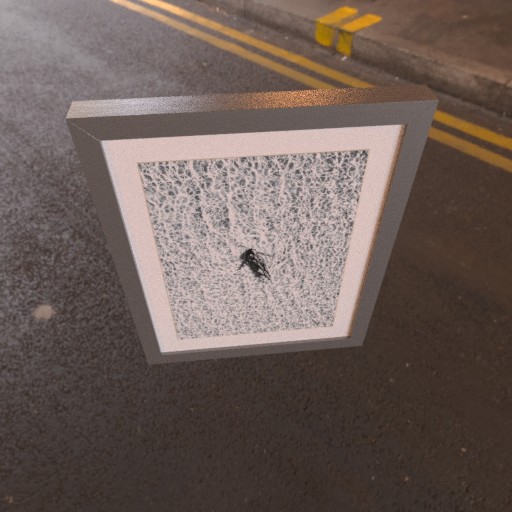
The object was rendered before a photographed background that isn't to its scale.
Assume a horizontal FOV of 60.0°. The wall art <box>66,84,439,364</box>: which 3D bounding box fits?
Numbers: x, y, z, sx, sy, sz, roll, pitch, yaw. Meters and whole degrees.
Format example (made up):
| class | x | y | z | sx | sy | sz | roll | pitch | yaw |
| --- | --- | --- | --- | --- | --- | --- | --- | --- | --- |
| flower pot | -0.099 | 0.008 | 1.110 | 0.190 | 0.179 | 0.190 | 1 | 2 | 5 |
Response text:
| class | x | y | z | sx | sy | sz | roll | pitch | yaw |
| --- | --- | --- | --- | --- | --- | --- | --- | --- | --- |
| wall art | 0.000 | 0.000 | 0.511 | 0.308 | 0.379 | 0.030 | -4 | 46 | -4 |
